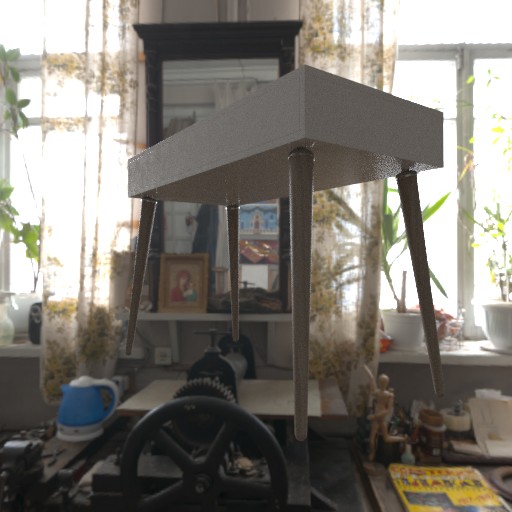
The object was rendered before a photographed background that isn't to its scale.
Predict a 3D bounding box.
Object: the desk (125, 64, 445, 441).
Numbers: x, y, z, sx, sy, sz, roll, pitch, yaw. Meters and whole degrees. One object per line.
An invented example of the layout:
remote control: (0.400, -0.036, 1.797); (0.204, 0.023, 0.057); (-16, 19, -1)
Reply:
desk: (0.000, 0.000, 1.380); (0.491, 0.723, 0.979); (0, -1, -36)
